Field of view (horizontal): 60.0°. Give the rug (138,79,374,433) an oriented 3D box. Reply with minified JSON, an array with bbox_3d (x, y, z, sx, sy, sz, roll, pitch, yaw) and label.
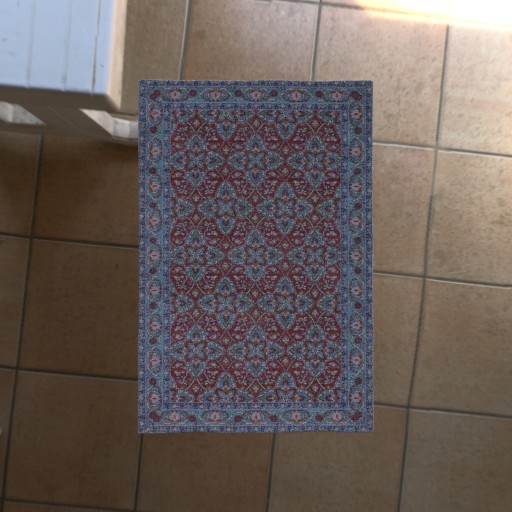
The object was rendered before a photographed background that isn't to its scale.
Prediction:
[{"bbox_3d":[0.000,0.000,2.295,1.219,0.009,1.829,0,90,-1],"label":"rug"}]
